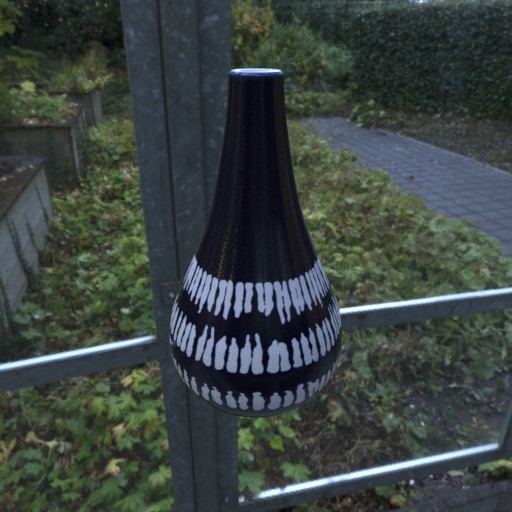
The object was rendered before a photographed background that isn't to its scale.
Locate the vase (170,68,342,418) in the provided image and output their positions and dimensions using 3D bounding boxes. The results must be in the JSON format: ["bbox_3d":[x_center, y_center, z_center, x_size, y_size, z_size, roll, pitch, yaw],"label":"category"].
[{"bbox_3d":[0.000,0.000,0.380,0.159,0.295,0.159,0,26,0],"label":"vase"}]
